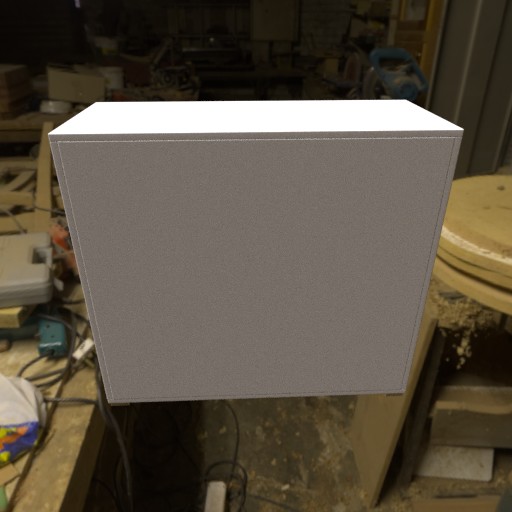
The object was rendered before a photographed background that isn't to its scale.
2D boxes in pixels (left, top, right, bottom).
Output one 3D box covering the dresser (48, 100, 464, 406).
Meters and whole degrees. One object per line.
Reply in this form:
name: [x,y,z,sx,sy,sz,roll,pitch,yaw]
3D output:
dresser: [0.000,0.000,1.610,1.100,1.000,0.460,-1,29,-2]
